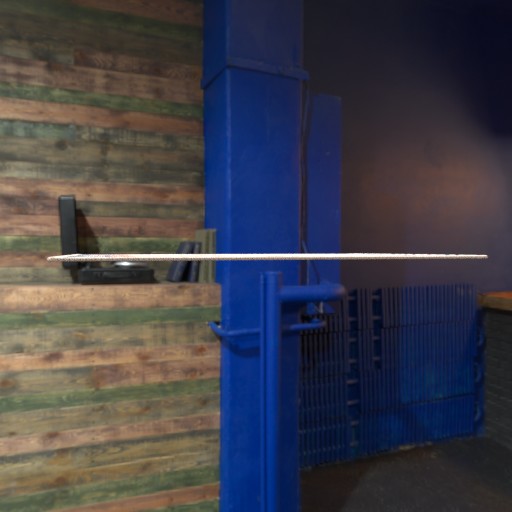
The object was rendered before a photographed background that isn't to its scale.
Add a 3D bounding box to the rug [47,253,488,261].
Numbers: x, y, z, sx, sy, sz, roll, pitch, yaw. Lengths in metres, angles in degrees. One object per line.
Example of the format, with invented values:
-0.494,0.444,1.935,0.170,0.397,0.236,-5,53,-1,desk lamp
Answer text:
0.000,0.000,2.312,1.840,0.015,1.225,0,1,-18,rug
